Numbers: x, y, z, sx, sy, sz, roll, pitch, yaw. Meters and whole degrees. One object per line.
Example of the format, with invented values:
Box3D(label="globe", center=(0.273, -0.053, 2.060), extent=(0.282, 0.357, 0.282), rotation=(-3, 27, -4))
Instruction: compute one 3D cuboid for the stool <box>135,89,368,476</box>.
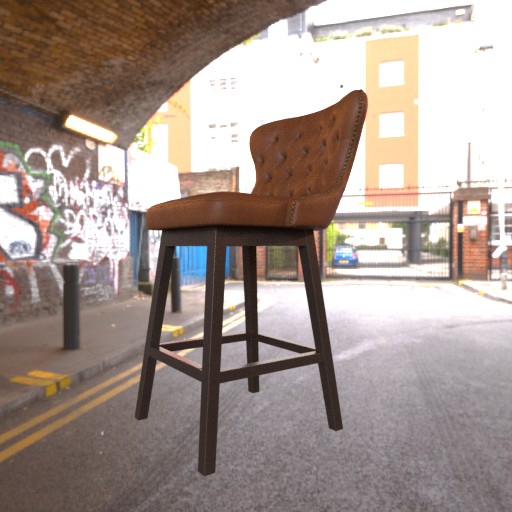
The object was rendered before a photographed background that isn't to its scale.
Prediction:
Box3D(label="stool", center=(0.000, 0.000, 1.324), extent=(0.593, 0.971, 0.528), rotation=(-1, 1, -36))
